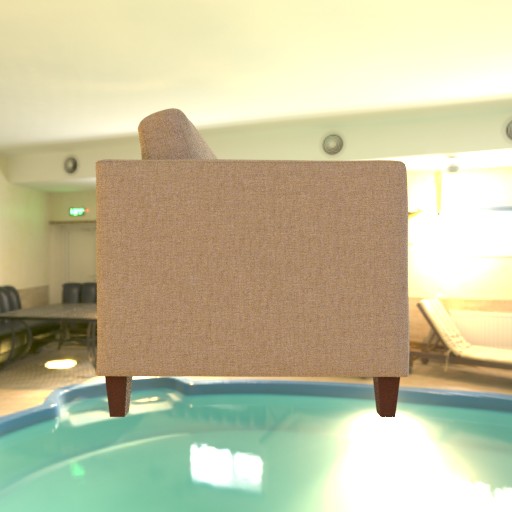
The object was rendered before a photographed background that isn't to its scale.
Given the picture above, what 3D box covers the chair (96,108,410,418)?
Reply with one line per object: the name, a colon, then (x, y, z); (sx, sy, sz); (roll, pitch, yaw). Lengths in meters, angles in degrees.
chair: (0.000, 0.000, 1.821); (0.959, 0.961, 1.107); (0, 1, 0)
